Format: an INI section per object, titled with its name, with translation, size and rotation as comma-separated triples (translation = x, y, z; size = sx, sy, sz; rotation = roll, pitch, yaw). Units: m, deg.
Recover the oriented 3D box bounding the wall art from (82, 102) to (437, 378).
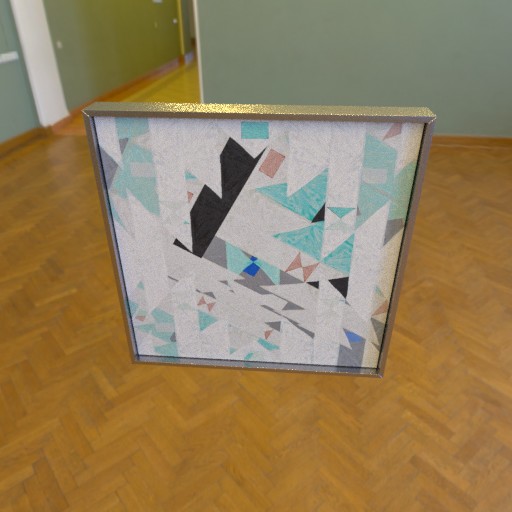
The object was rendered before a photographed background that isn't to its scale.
[wall art]
translation = 0.000, 0.000, 0.541
size = 0.350, 0.350, 0.038
rotation = 2, 31, 4
